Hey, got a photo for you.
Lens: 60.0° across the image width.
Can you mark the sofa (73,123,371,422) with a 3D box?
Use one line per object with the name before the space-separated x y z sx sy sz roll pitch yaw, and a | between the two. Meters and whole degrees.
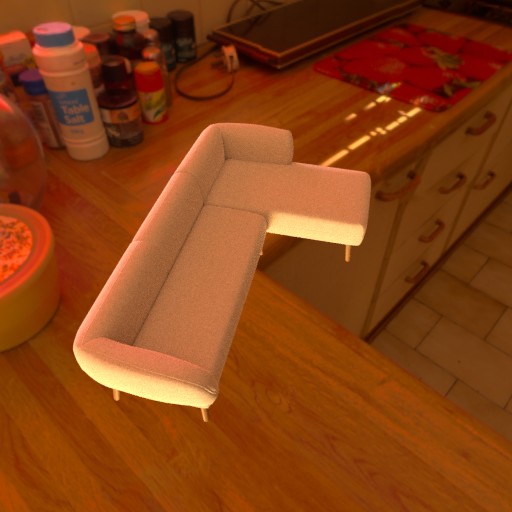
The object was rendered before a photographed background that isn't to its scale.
sofa | 0.000 0.000 3.374 1.610 0.730 2.660 10 46 9
